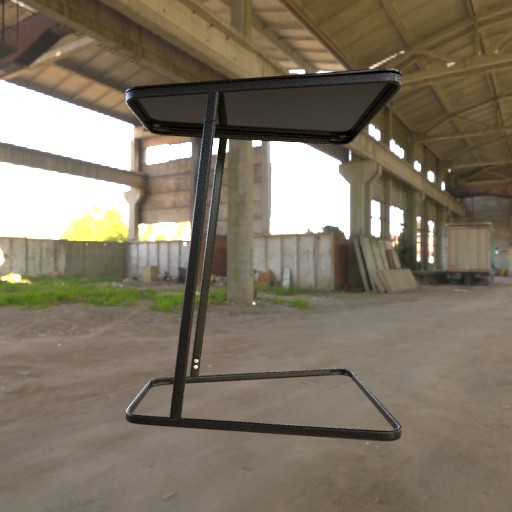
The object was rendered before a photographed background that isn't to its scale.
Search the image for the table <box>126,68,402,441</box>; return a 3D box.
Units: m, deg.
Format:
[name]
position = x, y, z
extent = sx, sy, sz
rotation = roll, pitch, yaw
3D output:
[table]
position = 0.000, 0.000, 0.944
extent = 0.500, 0.624, 0.427
rotation = 0, 0, -1
